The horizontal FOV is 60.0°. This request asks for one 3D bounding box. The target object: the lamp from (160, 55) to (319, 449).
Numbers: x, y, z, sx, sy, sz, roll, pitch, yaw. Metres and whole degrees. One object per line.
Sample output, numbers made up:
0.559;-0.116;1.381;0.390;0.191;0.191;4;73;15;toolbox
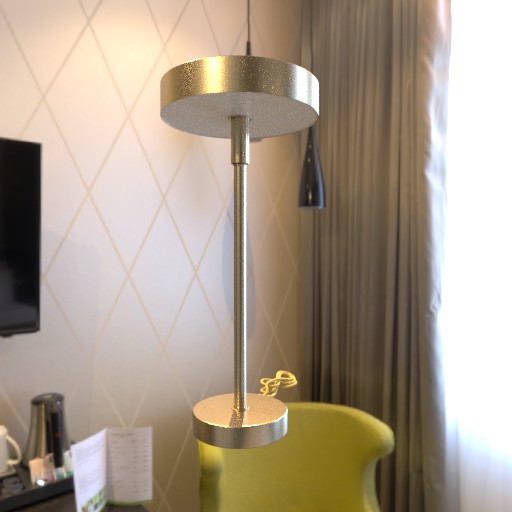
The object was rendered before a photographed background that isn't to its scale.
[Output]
0.000;0.000;0.719;0.229;0.508;0.369;0;1;20;lamp
